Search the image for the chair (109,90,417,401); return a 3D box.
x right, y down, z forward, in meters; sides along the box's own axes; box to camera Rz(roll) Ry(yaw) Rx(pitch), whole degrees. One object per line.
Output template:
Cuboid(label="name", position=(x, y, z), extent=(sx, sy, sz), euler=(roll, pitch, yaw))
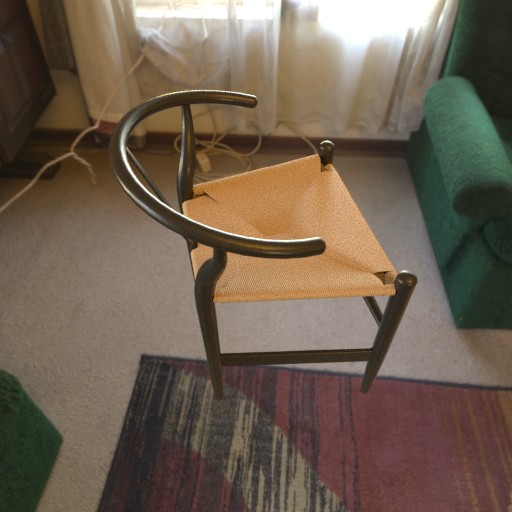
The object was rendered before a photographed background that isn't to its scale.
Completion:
Cuboid(label="chair", position=(0.000, 0.000, 1.141), extent=(0.570, 0.739, 0.570), euler=(-9, 48, -9))
